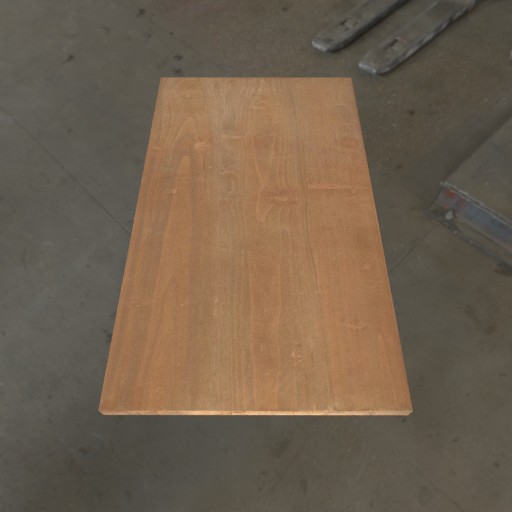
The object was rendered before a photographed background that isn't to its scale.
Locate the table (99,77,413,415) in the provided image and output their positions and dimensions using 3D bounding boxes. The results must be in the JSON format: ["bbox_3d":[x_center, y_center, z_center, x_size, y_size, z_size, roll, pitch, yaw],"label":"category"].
[{"bbox_3d":[0.000,0.000,2.096,0.946,0.780,1.609,0,57,0],"label":"table"}]
